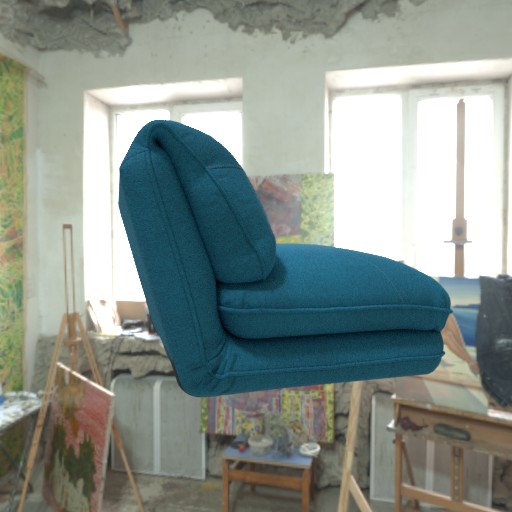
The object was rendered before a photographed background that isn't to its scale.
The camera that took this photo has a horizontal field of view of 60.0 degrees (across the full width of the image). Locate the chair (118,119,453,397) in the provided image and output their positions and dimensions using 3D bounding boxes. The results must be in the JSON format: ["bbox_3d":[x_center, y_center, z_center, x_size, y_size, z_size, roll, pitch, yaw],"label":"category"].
[{"bbox_3d":[0.000,0.000,1.320,0.780,0.580,0.820,0,2,-17],"label":"chair"}]
